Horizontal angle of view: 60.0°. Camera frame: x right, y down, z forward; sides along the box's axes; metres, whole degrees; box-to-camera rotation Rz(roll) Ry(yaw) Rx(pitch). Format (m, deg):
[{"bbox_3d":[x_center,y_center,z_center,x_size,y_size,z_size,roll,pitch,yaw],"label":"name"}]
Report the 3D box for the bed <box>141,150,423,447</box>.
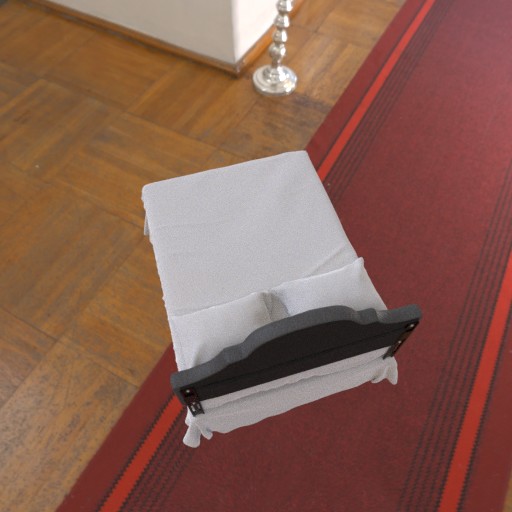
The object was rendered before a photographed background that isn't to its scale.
[{"bbox_3d":[0.000,0.000,3.482,1.780,1.634,2.222,-14,59,-9],"label":"bed"}]
